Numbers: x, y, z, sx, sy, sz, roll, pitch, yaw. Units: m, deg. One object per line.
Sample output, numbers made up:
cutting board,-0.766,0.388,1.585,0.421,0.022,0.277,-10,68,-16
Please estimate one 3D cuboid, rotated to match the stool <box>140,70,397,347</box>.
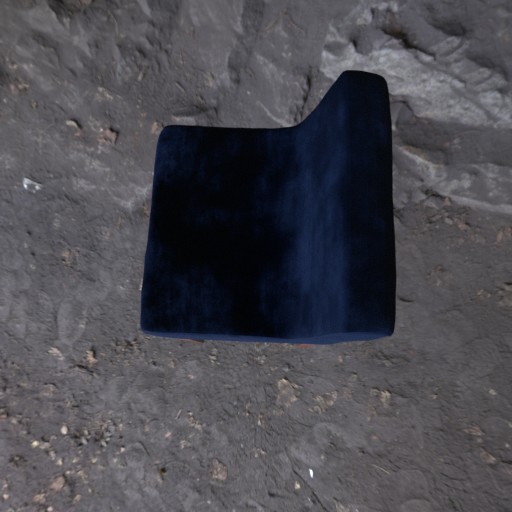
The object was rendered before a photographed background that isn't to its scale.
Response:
stool,0.000,0.000,1.279,0.500,1.037,0.511,2,76,1
